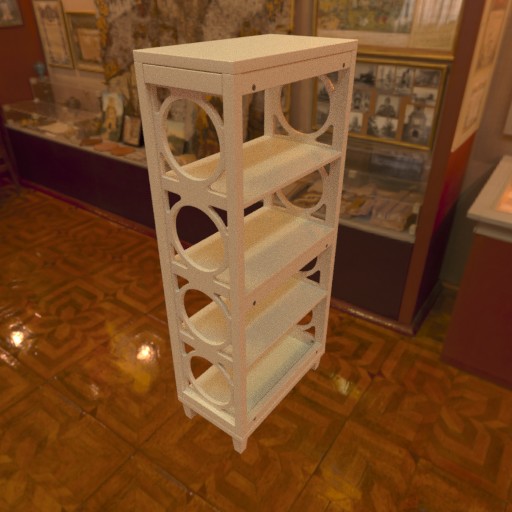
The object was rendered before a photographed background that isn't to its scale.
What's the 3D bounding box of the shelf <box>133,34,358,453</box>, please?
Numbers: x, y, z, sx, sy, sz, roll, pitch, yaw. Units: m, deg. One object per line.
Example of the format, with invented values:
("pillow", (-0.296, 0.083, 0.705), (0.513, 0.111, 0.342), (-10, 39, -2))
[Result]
("shelf", (0.000, 0.000, 1.630), (0.340, 1.411, 0.611), (22, 37, 31))
